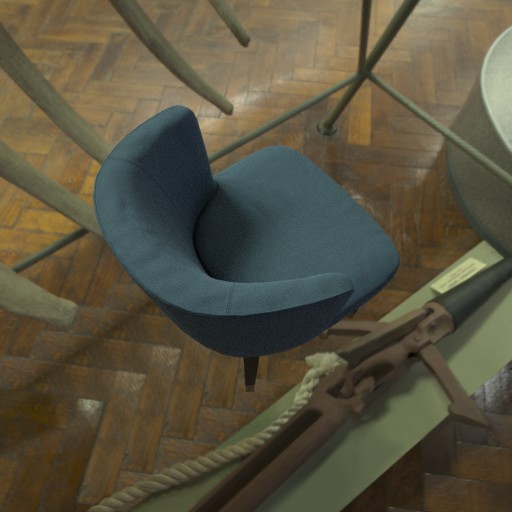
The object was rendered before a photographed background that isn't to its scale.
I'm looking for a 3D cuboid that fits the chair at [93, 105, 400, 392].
[{"bbox_3d":[0.000,0.000,1.304,0.702,0.760,0.661,-33,65,-17],"label":"chair"}]
